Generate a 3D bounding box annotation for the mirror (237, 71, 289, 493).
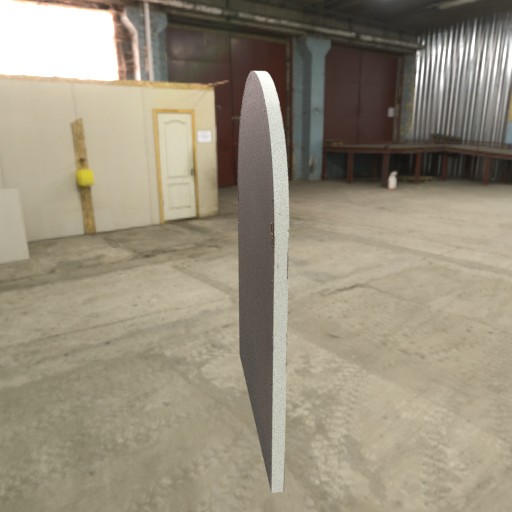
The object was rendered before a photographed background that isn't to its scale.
[{"bbox_3d":[0.000,0.000,1.188,0.032,0.920,0.660,-2,15,-8],"label":"mirror"}]
